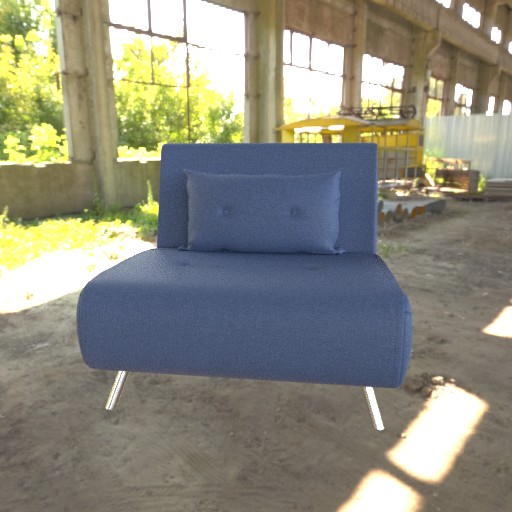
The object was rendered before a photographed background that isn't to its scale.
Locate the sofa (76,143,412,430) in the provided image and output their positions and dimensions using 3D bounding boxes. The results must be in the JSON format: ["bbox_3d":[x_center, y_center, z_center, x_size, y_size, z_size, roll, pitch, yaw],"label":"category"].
[{"bbox_3d":[0.000,0.000,1.713,0.999,0.860,0.996,2,13,7],"label":"sofa"}]
